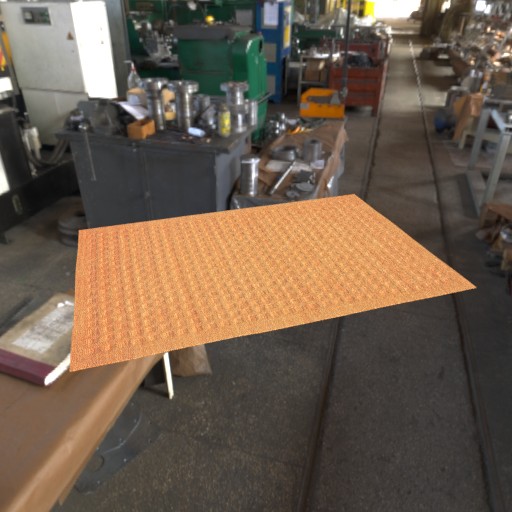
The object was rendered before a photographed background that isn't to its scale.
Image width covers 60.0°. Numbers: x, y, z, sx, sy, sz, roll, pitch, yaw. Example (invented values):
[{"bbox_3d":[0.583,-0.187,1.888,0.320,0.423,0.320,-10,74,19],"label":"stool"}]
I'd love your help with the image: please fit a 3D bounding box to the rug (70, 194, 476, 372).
[{"bbox_3d":[0.000,0.000,2.266,1.747,0.006,1.143,-9,32,-15],"label":"rug"}]
